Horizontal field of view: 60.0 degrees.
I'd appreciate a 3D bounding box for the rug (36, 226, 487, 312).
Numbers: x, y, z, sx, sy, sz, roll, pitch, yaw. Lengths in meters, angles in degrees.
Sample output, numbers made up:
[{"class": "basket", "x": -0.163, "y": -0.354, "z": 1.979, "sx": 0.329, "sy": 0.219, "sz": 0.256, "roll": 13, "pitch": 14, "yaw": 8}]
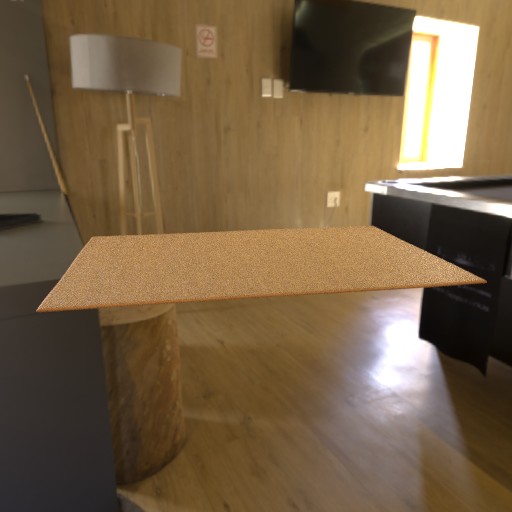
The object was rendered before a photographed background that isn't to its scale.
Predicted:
[{"class": "rug", "x": 0.000, "y": 0.000, "z": 2.115, "sx": 1.678, "sy": 0.013, "sz": 1.078, "roll": -3, "pitch": 16, "yaw": -10}]
